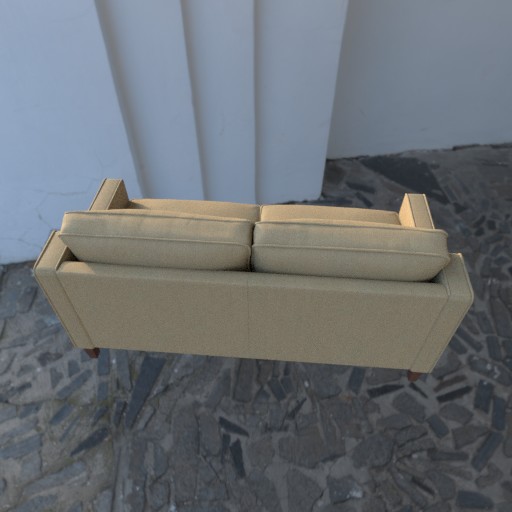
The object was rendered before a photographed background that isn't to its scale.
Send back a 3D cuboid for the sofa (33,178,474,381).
[{"bbox_3d":[0.000,0.000,2.784,2.178,1.071,1.066,3,47,3],"label":"sofa"}]
